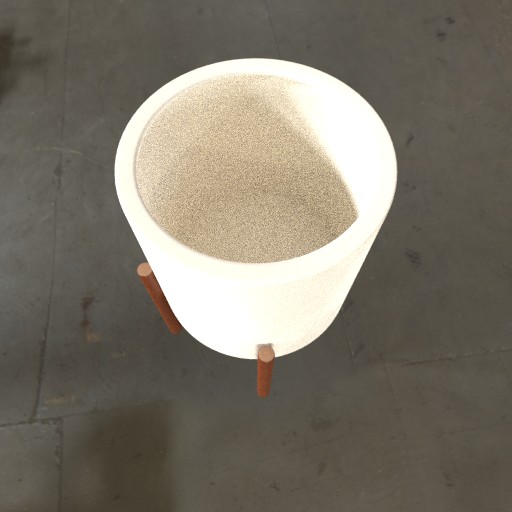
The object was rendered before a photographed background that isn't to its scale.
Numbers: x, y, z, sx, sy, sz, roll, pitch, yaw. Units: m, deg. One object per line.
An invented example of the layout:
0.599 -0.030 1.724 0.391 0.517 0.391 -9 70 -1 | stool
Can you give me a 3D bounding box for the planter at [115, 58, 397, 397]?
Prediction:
0.000 0.000 0.959 0.417 0.670 0.417 33 68 15 | planter
